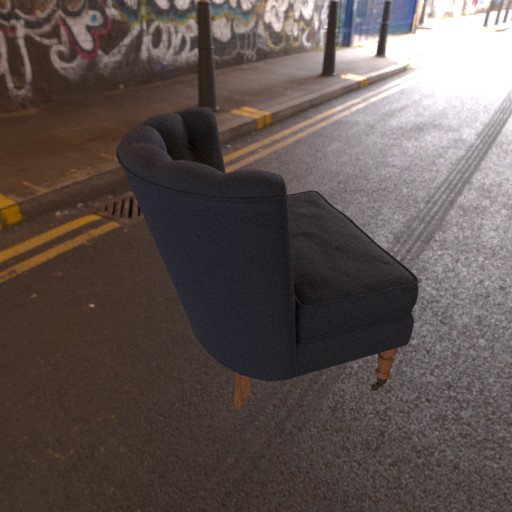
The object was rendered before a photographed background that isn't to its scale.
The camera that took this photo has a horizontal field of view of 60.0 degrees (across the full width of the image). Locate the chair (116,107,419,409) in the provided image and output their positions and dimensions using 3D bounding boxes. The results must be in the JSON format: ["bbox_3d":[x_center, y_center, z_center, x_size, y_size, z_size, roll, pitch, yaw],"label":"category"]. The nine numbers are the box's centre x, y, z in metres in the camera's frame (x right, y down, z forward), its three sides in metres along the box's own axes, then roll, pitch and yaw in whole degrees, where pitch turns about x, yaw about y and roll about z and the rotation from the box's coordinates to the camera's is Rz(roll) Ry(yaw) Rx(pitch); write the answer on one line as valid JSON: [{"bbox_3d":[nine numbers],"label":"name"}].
[{"bbox_3d":[0.000,0.000,1.355,0.718,0.771,0.740,-9,32,-15],"label":"chair"}]
